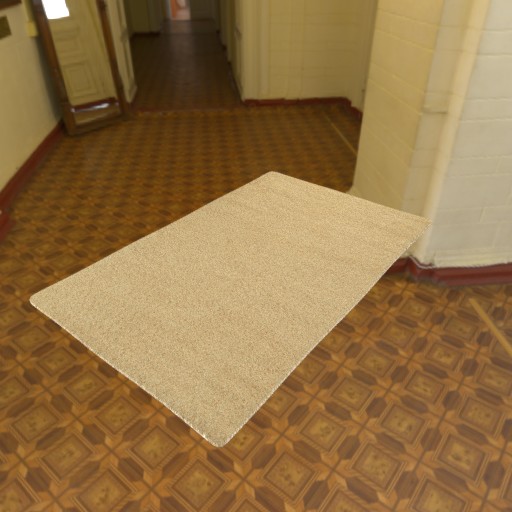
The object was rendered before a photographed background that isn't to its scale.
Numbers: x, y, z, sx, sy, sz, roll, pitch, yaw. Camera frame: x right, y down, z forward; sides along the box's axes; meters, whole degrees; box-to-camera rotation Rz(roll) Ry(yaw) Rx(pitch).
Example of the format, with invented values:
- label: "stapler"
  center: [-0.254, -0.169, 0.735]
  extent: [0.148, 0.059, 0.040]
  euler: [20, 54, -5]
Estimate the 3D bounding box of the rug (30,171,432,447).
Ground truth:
- label: "rug"
  center: [0.000, 0.000, 2.919]
  extent: [1.500, 0.026, 2.349]
  euler: [24, 41, 31]
